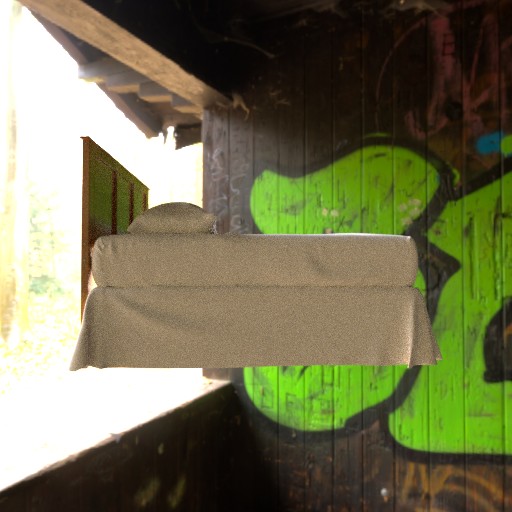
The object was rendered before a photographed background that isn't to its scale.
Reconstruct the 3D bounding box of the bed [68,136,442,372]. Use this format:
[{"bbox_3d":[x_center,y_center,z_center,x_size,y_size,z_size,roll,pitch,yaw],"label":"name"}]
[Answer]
[{"bbox_3d":[0.000,0.000,3.266,2.035,1.273,1.870,0,-1,-2],"label":"bed"}]
